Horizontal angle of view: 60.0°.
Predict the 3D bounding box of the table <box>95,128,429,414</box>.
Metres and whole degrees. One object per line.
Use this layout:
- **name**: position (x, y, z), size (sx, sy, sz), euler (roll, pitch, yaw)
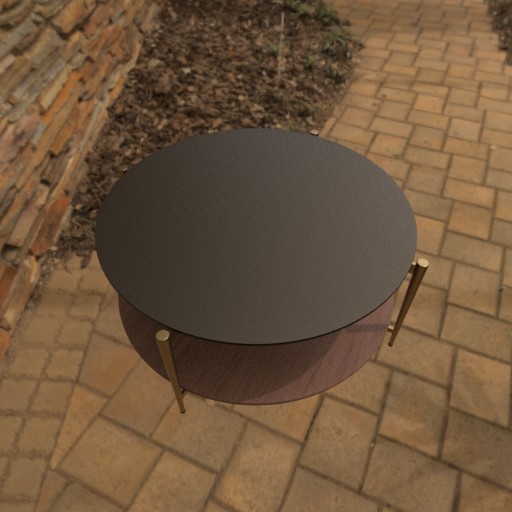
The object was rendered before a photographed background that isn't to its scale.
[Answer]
- **table**: position (0.000, 0.000, 1.473), size (0.938, 0.400, 0.938), euler (-3, 46, -3)
